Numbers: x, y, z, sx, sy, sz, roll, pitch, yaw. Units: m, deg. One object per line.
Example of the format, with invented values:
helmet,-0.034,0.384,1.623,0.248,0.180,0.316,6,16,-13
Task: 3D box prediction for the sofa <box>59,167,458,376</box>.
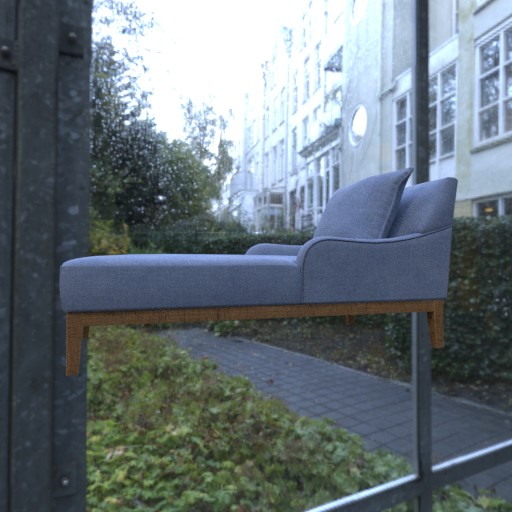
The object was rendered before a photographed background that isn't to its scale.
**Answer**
sofa,0.000,0.000,2.278,1.779,0.883,0.904,0,-1,-18
